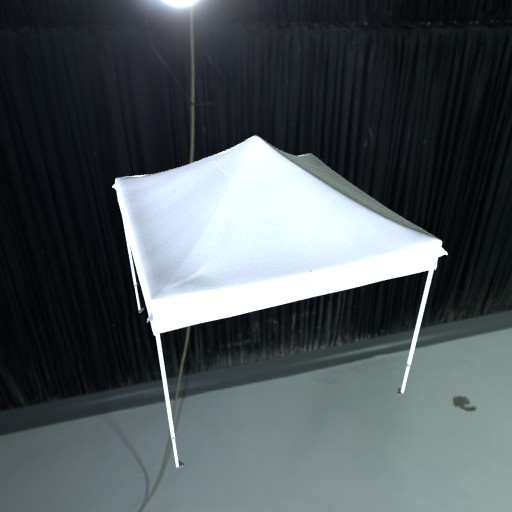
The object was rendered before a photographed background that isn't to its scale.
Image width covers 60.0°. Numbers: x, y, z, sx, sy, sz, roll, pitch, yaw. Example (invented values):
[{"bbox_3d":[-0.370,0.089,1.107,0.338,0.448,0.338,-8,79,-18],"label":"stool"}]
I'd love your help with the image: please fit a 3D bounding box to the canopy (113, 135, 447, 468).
[{"bbox_3d":[0.000,0.000,5.497,2.994,2.998,2.996,-11,33,-17],"label":"canopy"}]
